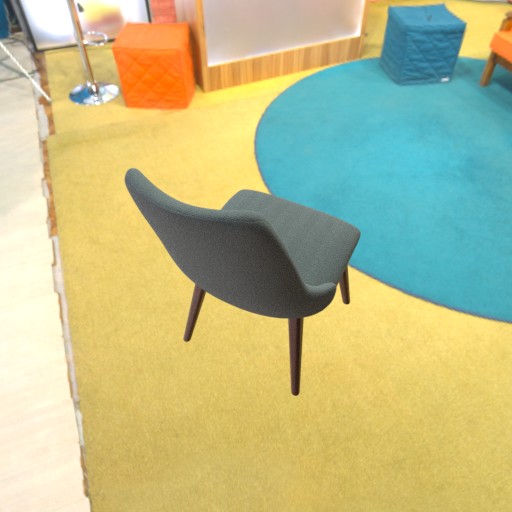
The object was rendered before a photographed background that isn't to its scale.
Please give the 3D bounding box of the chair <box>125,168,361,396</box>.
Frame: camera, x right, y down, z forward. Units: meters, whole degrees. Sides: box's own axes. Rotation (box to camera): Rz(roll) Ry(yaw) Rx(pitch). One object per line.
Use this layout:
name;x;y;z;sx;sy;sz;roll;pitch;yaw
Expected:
chair;0.000;0.000;1.387;0.535;0.918;0.707;22;50;20
